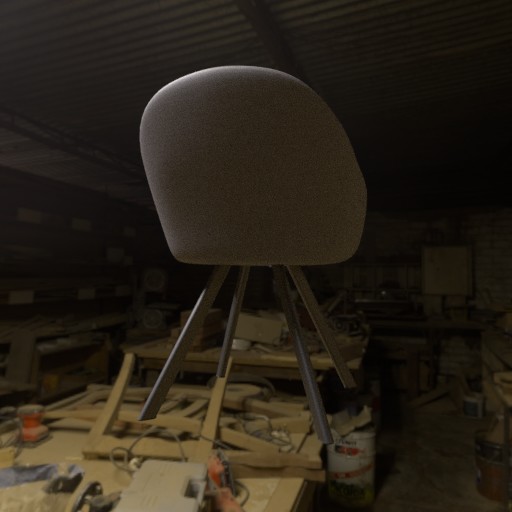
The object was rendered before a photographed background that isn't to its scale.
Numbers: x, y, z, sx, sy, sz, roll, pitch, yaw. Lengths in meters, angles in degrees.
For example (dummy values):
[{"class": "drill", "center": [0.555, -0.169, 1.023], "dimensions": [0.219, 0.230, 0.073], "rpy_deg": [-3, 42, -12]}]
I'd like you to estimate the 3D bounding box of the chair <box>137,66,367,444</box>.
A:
[{"class": "chair", "center": [0.000, 0.000, 1.169], "dimensions": [0.540, 0.780, 0.570], "rpy_deg": [-1, -2, 19]}]
